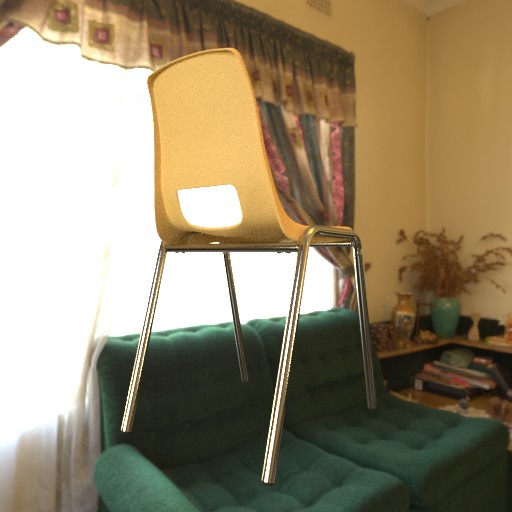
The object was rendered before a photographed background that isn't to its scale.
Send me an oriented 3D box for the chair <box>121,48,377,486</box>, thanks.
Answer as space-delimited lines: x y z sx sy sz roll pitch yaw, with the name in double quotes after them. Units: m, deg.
0.000 0.000 0.947 0.381 0.704 0.436 0 1 35 "chair"
